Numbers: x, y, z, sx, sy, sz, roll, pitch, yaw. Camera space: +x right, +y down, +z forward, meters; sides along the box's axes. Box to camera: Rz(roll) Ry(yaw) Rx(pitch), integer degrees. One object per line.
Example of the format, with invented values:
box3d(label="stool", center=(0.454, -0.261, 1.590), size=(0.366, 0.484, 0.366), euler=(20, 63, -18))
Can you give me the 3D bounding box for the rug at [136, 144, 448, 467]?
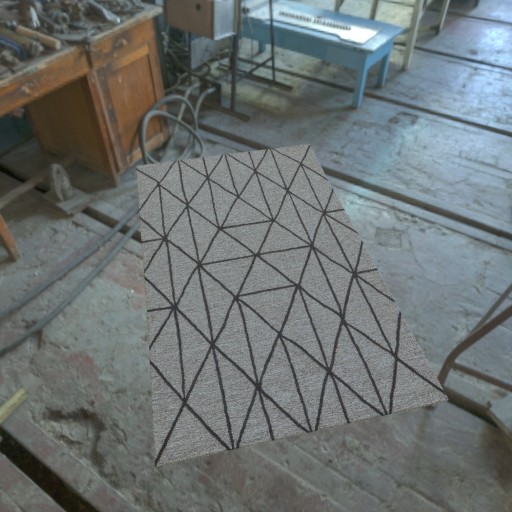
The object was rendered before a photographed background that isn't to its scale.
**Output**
box3d(label="rug", center=(0.000, 0.000, 3.033), size=(1.526, 0.008, 2.465), euler=(-9, 48, -9))
